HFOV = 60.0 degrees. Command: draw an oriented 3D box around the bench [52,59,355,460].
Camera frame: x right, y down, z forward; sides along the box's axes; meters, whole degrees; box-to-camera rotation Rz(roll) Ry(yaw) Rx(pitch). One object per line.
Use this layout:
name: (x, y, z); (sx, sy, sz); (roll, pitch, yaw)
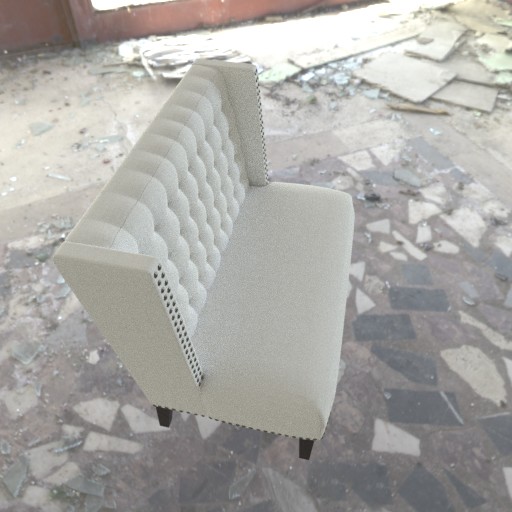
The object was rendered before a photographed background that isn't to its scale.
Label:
bench: (0.000, 0.000, 1.942); (0.847, 1.123, 1.280); (9, 48, 9)
